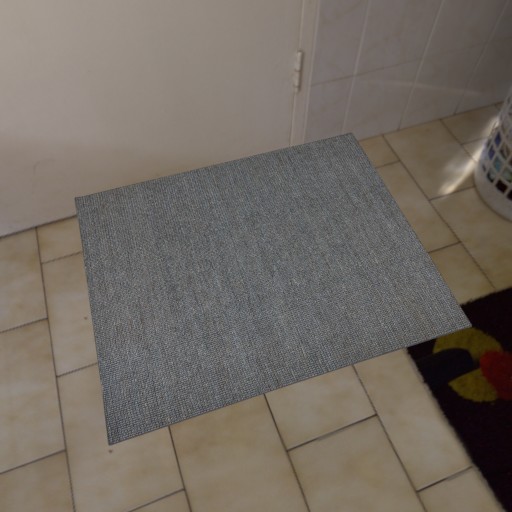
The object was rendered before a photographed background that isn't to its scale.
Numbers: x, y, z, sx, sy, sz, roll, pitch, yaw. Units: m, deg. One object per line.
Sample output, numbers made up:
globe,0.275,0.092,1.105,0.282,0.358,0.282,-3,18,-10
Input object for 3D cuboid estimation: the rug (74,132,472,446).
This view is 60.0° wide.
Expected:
rug,0.000,0.000,4.111,3.068,0.021,2.456,-15,59,-9
